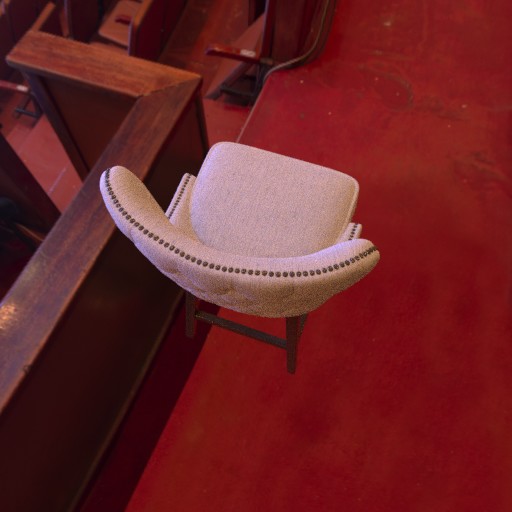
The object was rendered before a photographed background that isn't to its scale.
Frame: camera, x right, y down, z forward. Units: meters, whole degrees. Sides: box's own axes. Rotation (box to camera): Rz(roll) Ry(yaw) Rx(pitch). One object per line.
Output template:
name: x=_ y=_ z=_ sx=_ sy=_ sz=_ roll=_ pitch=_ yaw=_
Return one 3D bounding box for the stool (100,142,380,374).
stool: x=0.000 y=0.000 z=1.366 sx=0.615 sy=0.972 sz=0.597 roll=18 pitch=64 yaw=9
